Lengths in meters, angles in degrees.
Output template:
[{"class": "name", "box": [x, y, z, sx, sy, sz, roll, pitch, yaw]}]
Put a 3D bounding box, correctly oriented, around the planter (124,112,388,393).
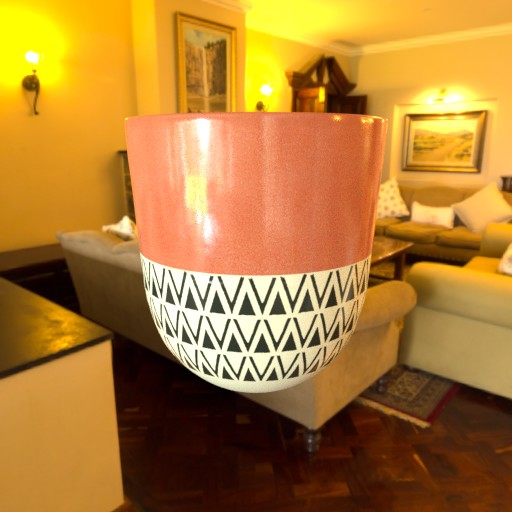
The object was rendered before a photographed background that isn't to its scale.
[{"class": "planter", "box": [0.000, 0.000, 0.367, 0.195, 0.214, 0.195, 0, 14, 0]}]
